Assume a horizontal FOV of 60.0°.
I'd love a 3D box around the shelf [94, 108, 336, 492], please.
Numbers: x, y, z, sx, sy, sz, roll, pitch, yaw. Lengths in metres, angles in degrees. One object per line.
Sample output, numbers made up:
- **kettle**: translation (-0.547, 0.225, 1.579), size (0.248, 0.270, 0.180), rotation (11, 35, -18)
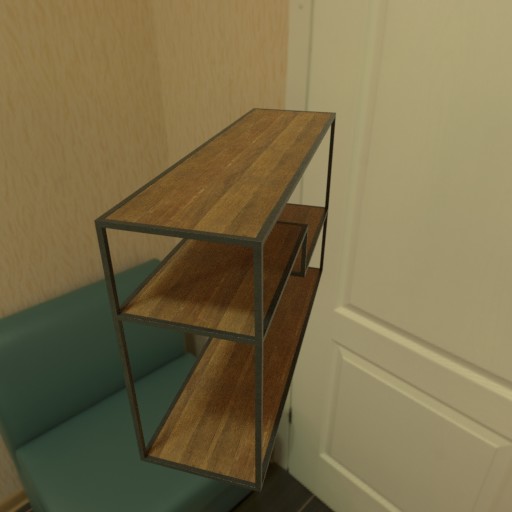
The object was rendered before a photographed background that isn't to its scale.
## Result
- **shelf**: translation (0.000, 0.000, 1.559), size (0.361, 0.765, 1.201), rotation (8, 30, 14)
